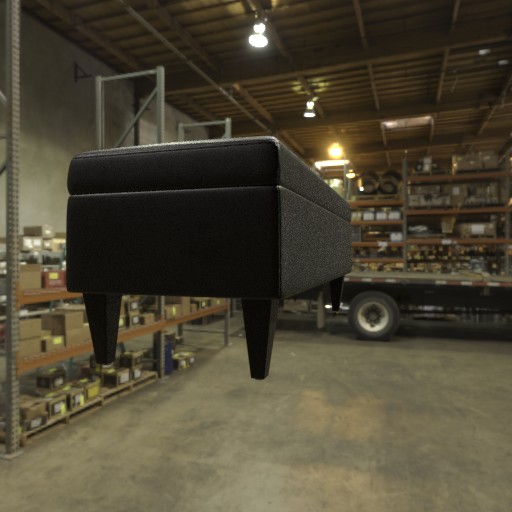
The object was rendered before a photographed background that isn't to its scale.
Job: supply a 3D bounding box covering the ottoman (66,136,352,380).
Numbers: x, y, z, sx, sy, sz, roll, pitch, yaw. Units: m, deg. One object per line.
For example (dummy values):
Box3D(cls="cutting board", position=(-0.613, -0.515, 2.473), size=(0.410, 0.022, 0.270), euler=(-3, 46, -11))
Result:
Box3D(cls="ottoman", position=(0.000, 0.000, 1.403), size=(0.482, 0.469, 1.151), euler=(0, 1, 18))
